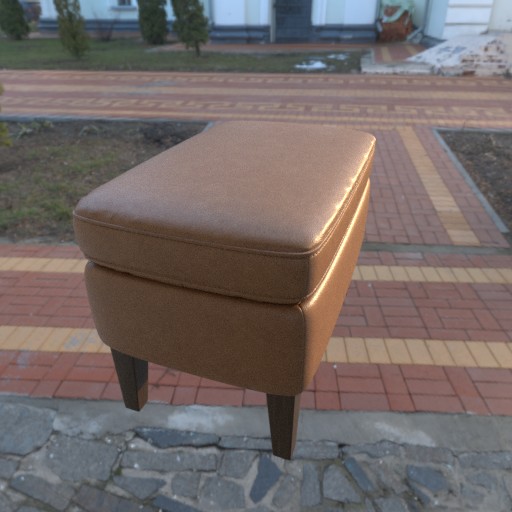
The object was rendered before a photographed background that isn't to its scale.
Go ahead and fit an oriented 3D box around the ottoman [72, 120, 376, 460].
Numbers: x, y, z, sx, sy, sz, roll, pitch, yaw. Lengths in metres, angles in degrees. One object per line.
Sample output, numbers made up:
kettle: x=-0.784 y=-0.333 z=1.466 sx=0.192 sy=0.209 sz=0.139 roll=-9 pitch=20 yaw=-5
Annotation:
ottoman: x=0.000 y=0.000 z=0.985 sx=0.420 sy=0.480 sz=0.670 roll=10 pitch=31 yaw=18
